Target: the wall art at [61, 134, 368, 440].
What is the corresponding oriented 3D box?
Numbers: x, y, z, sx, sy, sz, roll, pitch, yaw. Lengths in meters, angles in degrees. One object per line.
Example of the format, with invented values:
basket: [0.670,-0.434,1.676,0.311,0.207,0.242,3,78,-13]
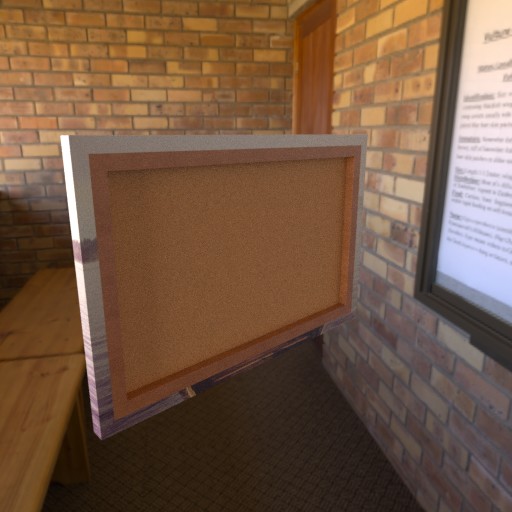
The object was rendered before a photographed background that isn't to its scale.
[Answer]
wall art: [0.000,0.000,1.150,0.916,0.609,0.037,-14,21,-42]
